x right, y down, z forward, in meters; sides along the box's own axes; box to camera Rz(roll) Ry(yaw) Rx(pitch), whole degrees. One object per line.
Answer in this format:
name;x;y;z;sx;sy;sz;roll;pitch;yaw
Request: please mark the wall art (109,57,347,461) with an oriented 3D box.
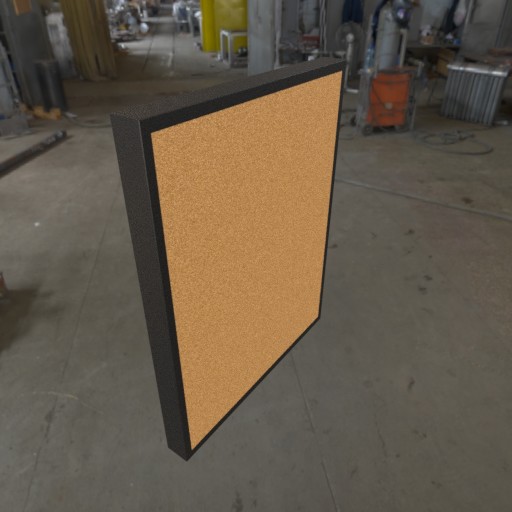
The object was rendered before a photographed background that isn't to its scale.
wall art;0.000;0.000;0.491;0.030;0.369;0.294;22;38;30
